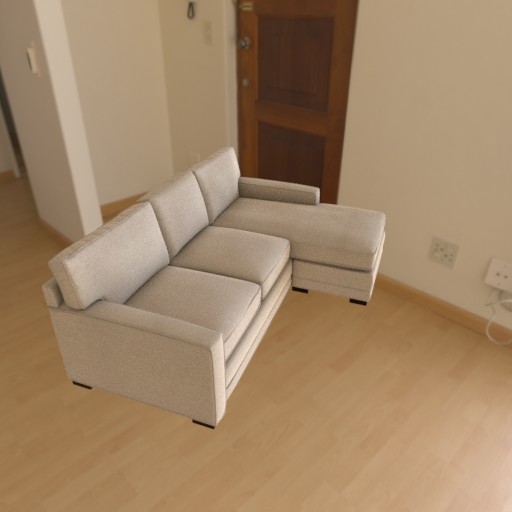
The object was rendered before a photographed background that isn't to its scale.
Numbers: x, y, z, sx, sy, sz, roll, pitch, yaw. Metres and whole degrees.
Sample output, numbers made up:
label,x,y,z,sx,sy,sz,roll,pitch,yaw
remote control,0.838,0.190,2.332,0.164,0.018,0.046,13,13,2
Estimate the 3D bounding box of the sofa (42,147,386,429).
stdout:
label,x,y,z,sx,sy,sz,roll,pitch,yaw
sofa,0.000,0.000,2.919,1.496,0.861,2.087,11,32,18
